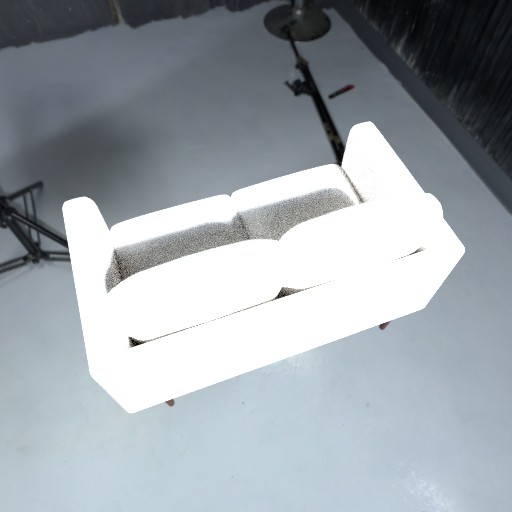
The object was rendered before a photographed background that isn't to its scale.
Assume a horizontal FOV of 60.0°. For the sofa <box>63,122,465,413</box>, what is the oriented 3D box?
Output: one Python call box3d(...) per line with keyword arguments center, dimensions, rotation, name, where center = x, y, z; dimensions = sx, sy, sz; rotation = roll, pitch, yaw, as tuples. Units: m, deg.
box3d(center=(0.000, 0.000, 1.949), dimensions=(1.430, 0.908, 0.796), rotation=(-17, 59, -11), name="sofa")
